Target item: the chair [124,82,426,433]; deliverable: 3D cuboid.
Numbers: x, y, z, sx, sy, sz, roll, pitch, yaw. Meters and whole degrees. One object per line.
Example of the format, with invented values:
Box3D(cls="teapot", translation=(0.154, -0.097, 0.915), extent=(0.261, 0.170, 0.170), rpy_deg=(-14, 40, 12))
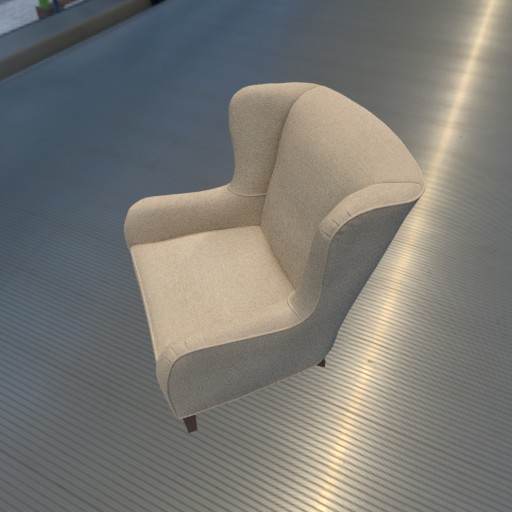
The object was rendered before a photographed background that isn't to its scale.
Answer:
Box3D(cls="chair", translation=(0.000, 0.000, 1.783), extent=(0.966, 1.040, 0.838), rpy_deg=(-15, 48, -14))
